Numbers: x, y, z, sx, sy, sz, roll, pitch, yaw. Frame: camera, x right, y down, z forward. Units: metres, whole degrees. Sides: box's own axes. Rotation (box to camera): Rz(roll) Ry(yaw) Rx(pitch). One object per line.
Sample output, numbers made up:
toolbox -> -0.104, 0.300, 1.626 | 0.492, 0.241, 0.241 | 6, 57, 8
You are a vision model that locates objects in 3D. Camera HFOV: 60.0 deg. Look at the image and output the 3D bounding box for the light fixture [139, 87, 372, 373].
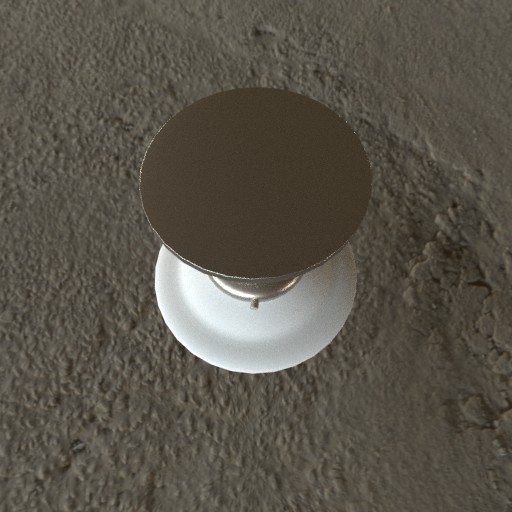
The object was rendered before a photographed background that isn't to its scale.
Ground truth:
light fixture -> 0.000, 0.000, 0.405 | 0.199, 0.254, 0.199 | 0, 64, 0
